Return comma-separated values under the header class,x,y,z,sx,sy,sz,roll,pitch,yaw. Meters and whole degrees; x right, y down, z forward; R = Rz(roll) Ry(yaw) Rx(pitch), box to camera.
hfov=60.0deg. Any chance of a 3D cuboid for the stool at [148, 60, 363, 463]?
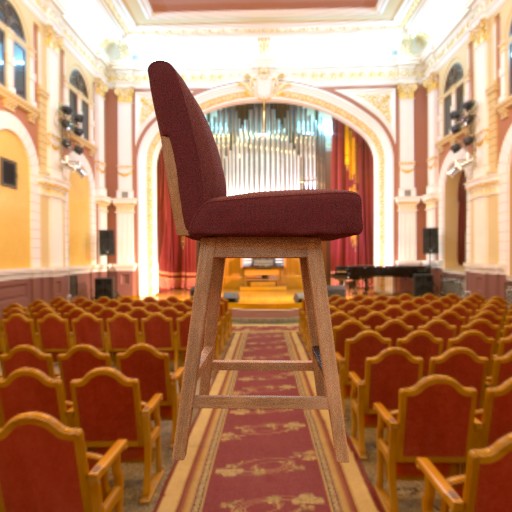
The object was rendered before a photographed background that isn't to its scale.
class,x,y,z,sx,sy,sz,roll,pitch,yaw
stool,0.000,0.000,1.340,0.562,1.038,0.468,0,0,2
